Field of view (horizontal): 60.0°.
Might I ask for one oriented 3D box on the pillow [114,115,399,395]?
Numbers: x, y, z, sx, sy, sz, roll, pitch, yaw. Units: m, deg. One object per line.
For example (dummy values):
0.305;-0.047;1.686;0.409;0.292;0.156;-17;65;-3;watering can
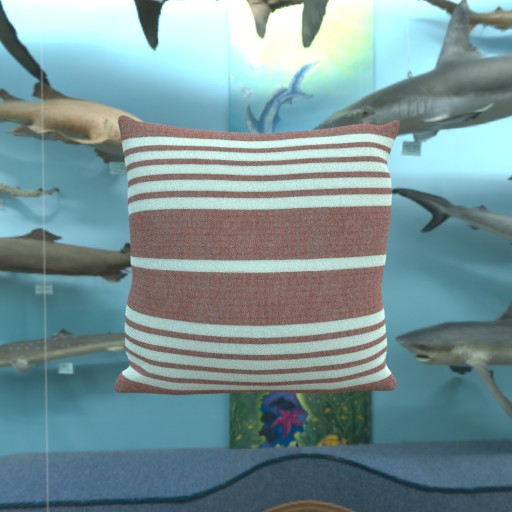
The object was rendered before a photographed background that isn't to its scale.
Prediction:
0.000;0.000;0.678;0.439;0.427;0.182;0;2;0;pillow
